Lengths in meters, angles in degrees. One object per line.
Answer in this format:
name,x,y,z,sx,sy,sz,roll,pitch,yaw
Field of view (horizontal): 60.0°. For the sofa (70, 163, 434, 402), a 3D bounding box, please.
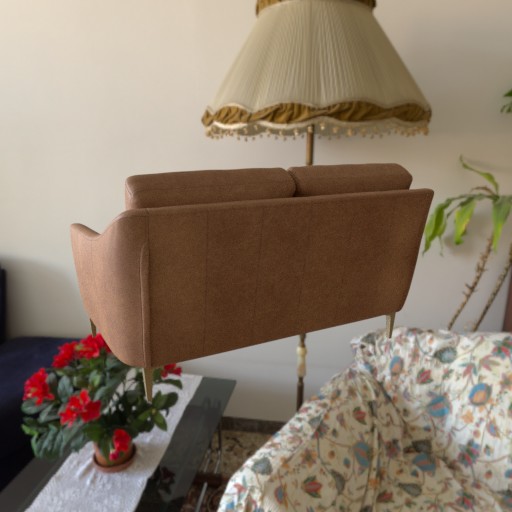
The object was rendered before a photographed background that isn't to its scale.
sofa,0.000,0.000,2.199,1.619,0.902,0.960,-8,17,-26
